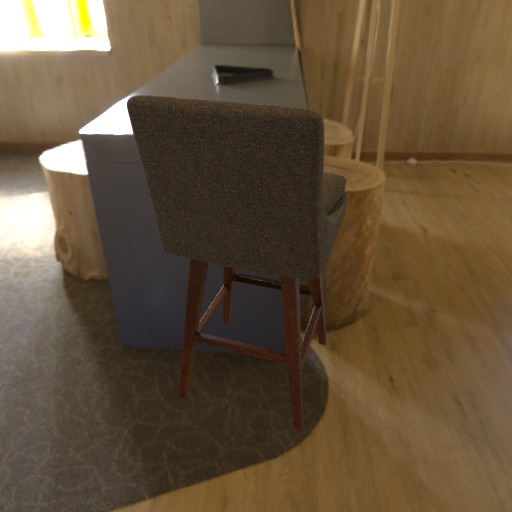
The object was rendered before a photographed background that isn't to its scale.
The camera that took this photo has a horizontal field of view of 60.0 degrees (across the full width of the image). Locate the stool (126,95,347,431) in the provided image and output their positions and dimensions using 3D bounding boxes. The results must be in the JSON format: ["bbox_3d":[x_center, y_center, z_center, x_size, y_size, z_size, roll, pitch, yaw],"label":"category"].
[{"bbox_3d":[0.000,0.000,1.414,0.489,1.068,0.572,10,34,15],"label":"stool"}]
